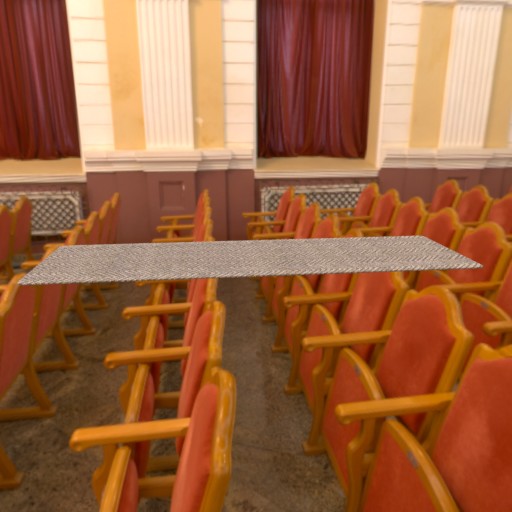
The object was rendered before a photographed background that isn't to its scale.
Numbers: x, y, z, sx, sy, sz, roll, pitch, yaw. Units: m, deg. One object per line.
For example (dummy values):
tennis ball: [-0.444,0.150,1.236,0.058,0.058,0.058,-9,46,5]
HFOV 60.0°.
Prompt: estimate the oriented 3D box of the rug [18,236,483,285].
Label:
rug: [0.000,0.000,2.469,2.286,0.008,0.686,-2,16,-6]
